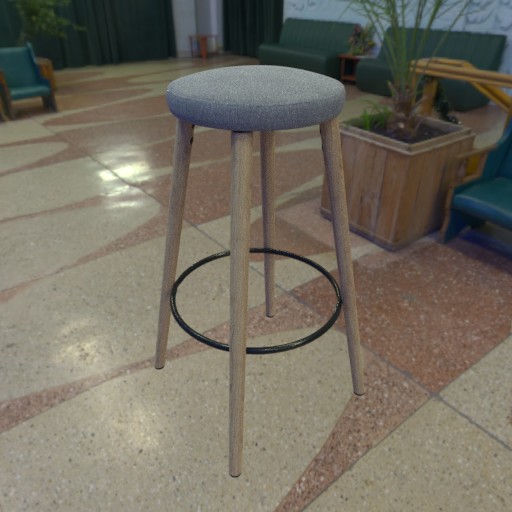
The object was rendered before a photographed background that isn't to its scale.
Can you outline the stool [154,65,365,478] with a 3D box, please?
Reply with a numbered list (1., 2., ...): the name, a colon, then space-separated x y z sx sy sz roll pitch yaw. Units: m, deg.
1. stool: 0.000 0.000 0.984 0.410 0.770 0.410 -20 37 -30
